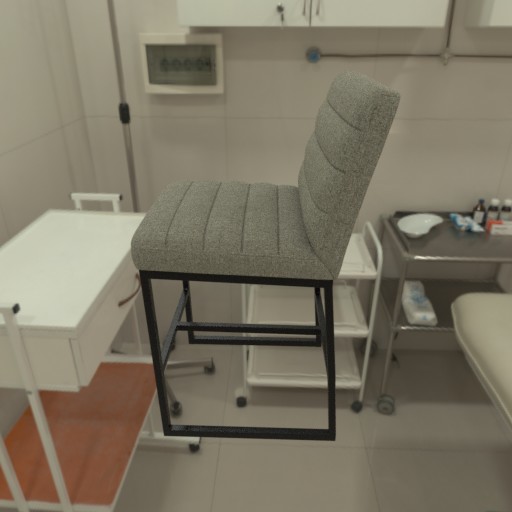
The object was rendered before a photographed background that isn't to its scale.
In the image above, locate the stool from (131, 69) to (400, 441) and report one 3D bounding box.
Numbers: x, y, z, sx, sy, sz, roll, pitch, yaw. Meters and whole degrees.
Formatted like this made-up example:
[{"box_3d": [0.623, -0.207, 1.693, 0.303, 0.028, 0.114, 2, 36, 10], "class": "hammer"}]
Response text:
[{"box_3d": [0.000, 0.000, 1.236, 0.560, 0.940, 0.460, 1, 27, 2], "class": "stool"}]
